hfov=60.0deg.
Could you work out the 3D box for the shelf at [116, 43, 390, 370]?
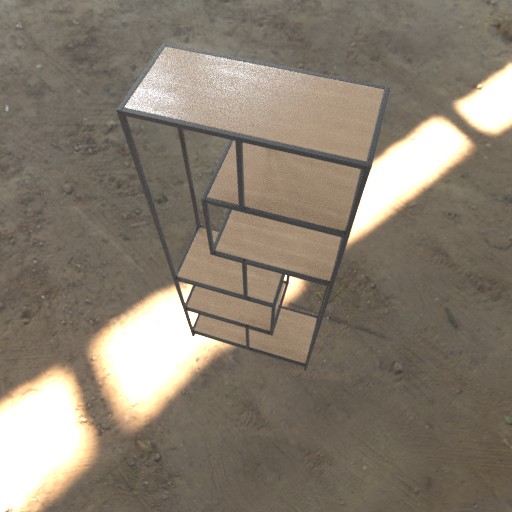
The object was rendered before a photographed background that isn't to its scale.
[{"bbox_3d":[0.000,0.000,2.143,0.770,1.850,0.350,15,60,9],"label":"shelf"}]
